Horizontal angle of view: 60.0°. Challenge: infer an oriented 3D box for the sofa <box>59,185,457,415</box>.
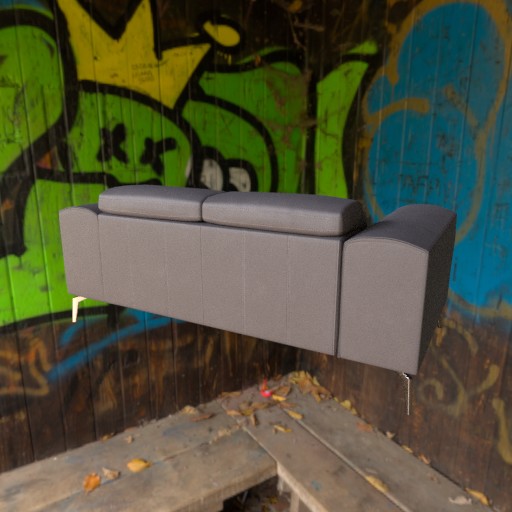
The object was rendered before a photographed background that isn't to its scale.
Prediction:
[{"bbox_3d":[0.000,0.000,2.390,1.895,0.779,1.003,8,16,28],"label":"sofa"}]
